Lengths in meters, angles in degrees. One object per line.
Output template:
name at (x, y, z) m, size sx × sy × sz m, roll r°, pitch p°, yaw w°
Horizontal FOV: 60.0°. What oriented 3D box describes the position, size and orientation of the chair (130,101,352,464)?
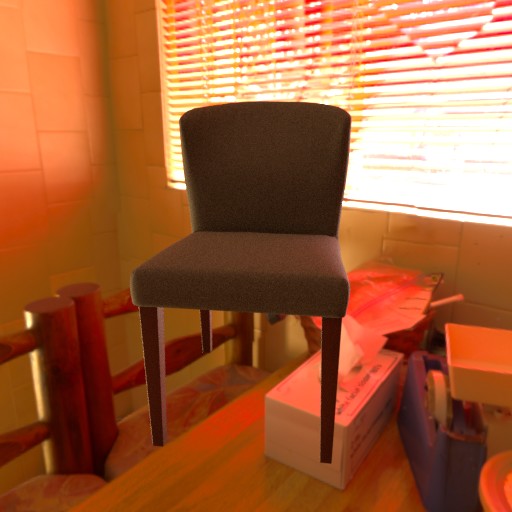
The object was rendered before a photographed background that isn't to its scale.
chair at (0.000, 0.000, 1.207) m, size 0.491 × 0.839 × 0.592 m, roll 2°, pitch 15°, yaw 8°
